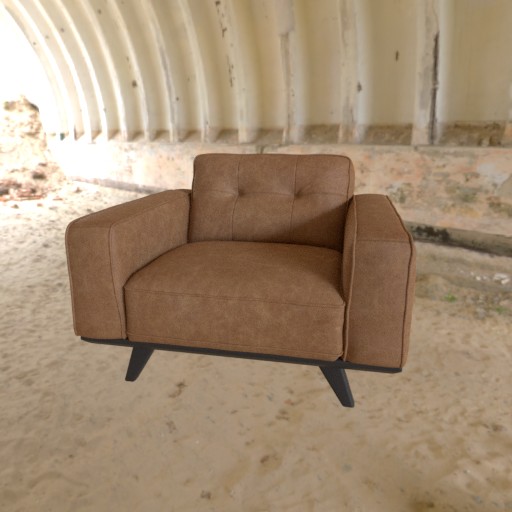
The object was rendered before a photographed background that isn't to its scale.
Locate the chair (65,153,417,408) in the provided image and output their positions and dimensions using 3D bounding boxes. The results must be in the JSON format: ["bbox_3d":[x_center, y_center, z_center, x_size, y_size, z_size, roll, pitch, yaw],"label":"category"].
[{"bbox_3d":[0.000,0.000,1.792,1.118,0.782,0.952,3,16,11],"label":"chair"}]
